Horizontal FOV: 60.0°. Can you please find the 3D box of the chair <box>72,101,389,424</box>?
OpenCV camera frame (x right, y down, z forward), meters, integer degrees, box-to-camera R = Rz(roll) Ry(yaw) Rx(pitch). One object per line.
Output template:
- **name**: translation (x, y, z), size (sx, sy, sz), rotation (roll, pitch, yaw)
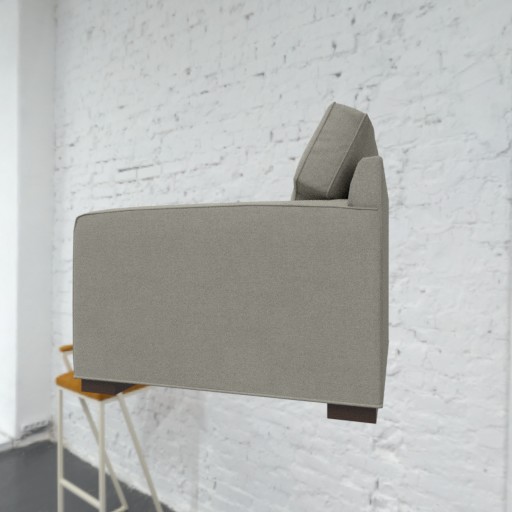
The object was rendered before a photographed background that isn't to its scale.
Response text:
- **chair**: translation (0.000, 0.000, 1.840), size (1.044, 0.934, 0.999), rotation (0, 0, 18)
